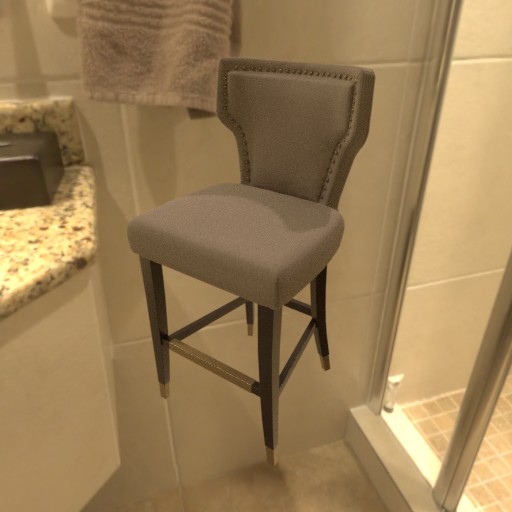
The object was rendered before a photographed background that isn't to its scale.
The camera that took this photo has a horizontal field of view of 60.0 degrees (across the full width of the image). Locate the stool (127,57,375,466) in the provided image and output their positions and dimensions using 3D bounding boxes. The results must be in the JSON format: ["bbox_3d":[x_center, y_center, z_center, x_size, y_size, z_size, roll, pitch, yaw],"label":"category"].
[{"bbox_3d":[0.000,0.000,1.386,0.526,1.092,0.563,19,35,30],"label":"stool"}]
